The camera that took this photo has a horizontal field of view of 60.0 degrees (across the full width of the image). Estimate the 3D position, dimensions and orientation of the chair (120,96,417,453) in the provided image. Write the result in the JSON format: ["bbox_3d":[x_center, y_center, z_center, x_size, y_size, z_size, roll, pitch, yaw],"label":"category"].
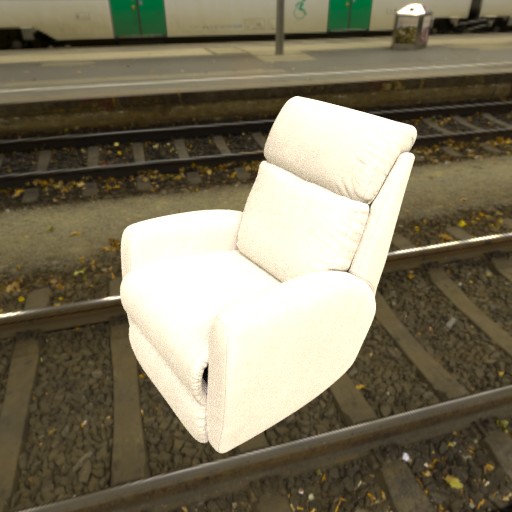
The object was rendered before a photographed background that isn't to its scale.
[{"bbox_3d":[0.000,0.000,1.711,0.941,1.015,0.812,-22,38,-31],"label":"chair"}]
